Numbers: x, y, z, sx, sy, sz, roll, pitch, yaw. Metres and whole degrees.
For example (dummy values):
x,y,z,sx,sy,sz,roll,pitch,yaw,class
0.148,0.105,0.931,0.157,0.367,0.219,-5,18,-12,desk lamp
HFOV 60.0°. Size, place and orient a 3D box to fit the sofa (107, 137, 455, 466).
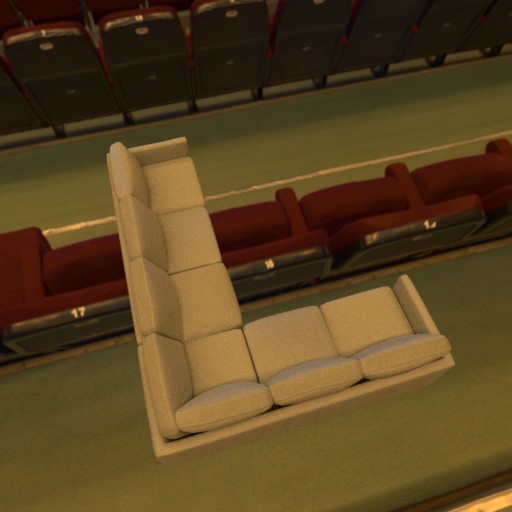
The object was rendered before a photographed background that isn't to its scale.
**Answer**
x,y,z,sx,sy,sz,roll,pitch,yaw,class
0.000,0.000,4.531,2.592,0.947,3.301,-14,60,-8,sofa
